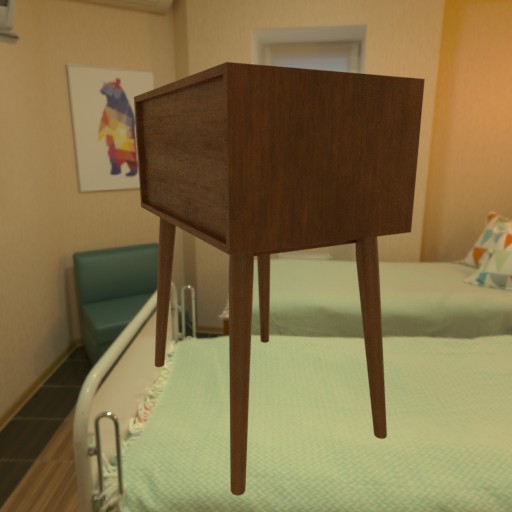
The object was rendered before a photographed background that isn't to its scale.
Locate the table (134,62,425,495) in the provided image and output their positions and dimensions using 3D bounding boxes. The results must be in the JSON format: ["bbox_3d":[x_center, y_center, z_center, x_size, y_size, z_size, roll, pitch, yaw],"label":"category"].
[{"bbox_3d":[0.000,0.000,0.820,0.307,0.580,0.454,-7,16,-26],"label":"table"}]
